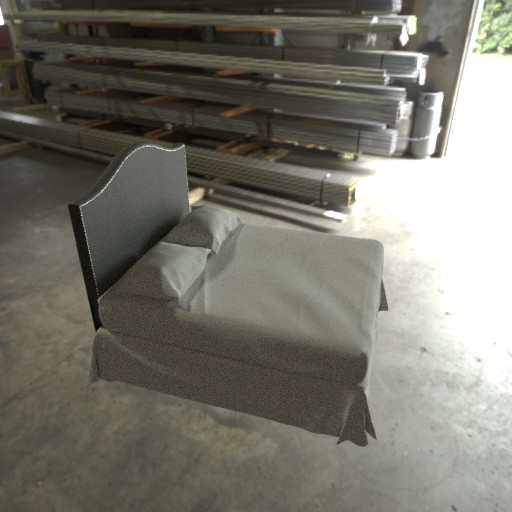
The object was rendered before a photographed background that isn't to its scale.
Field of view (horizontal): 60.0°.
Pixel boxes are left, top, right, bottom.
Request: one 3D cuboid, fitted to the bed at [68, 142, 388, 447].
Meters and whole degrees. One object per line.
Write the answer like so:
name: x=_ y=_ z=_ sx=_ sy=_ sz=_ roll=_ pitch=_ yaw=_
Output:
bed: x=0.000 y=0.000 z=3.568 sx=2.221 sy=1.645 sz=1.876 roll=9 pitch=30 yaw=15
